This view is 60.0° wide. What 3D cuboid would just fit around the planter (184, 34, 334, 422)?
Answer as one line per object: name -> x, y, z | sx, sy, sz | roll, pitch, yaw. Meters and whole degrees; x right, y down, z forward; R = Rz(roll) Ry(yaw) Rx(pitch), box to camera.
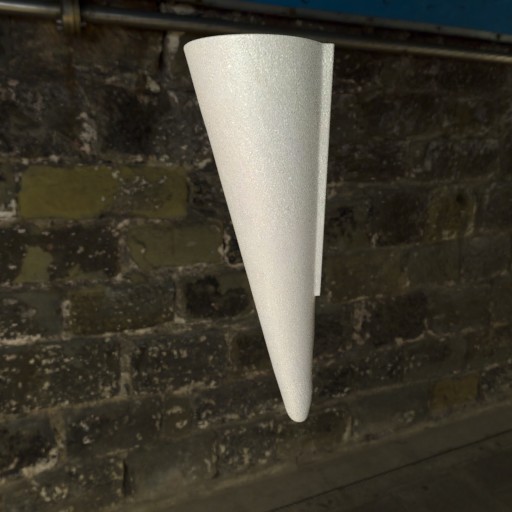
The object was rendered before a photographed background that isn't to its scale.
planter -> 0.000, 0.000, 0.222 | 0.064, 0.191, 0.057 | -2, 14, -7
